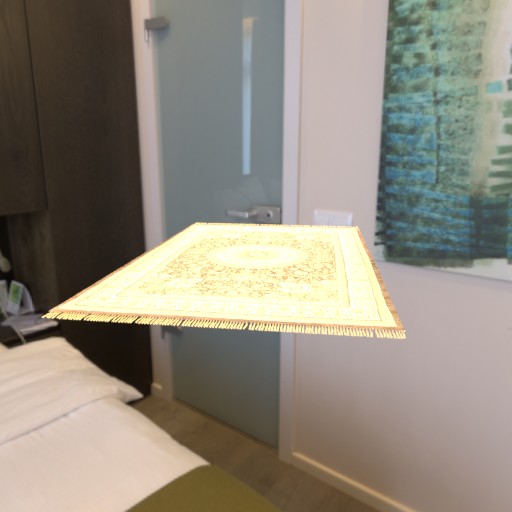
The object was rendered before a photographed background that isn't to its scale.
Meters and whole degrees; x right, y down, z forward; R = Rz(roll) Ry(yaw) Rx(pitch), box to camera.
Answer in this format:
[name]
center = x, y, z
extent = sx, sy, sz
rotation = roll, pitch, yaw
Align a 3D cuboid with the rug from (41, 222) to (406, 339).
[rug]
center = 0.000, 0.000, 4.141
extent = 2.143, 0.015, 3.422
rotation = 2, 14, 8
